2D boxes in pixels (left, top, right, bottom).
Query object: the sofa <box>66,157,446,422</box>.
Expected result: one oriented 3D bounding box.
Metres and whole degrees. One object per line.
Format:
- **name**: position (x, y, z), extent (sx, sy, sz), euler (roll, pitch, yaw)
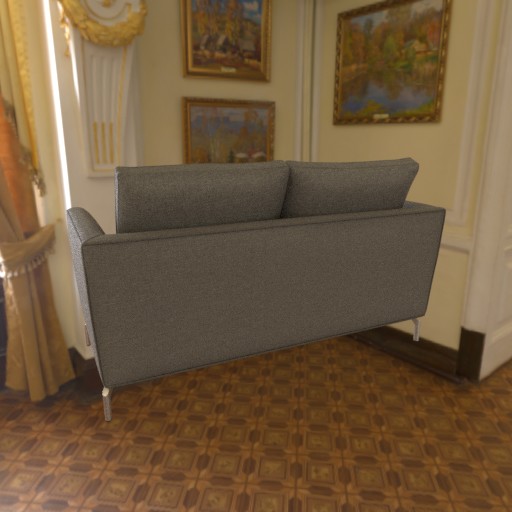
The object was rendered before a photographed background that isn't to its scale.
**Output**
- **sofa**: position (0.000, 0.000, 2.116), extent (1.594, 0.924, 0.803), euler (-7, 17, -25)
